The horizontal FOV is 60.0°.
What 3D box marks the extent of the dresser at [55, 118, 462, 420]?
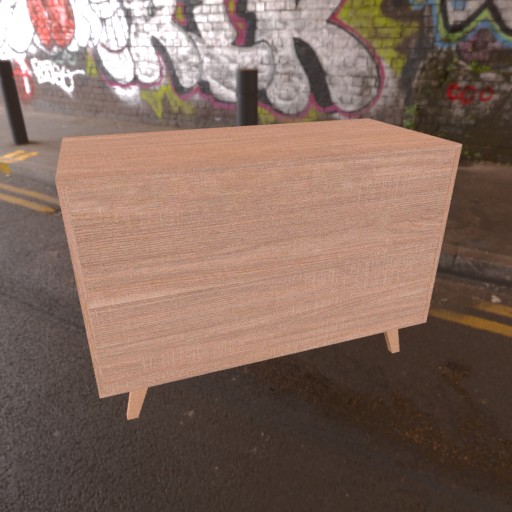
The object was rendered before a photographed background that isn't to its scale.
[{"bbox_3d":[0.000,0.000,1.518,1.110,0.780,0.500,-9,27,-18],"label":"dresser"}]
